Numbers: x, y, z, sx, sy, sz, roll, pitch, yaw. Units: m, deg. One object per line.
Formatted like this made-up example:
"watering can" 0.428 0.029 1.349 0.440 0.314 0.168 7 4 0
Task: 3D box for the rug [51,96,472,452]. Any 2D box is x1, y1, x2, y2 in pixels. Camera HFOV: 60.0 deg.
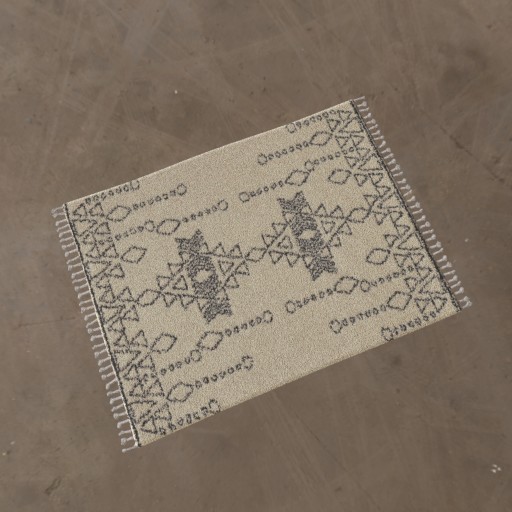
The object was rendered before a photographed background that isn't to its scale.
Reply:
"rug" 0.000 0.000 3.746 3.027 0.028 2.125 -21 76 -5
